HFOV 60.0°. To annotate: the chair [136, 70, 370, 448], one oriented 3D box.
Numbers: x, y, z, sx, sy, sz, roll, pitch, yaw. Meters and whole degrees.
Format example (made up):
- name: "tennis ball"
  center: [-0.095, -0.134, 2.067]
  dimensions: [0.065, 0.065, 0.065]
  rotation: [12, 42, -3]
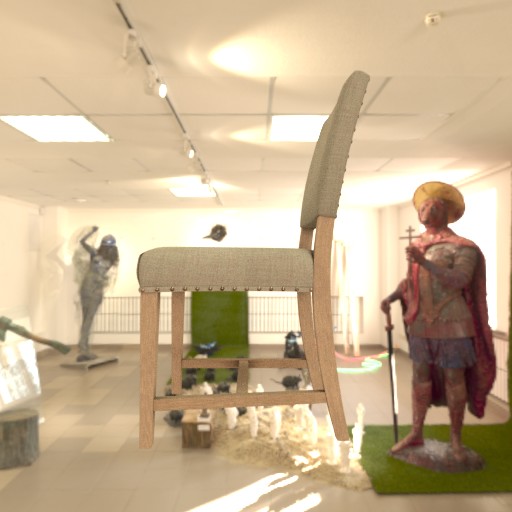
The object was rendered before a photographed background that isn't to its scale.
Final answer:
- name: "chair"
  center: [0.000, 0.000, 1.384]
  dimensions: [0.622, 0.986, 0.508]
  rotation: [0, -1, -1]
